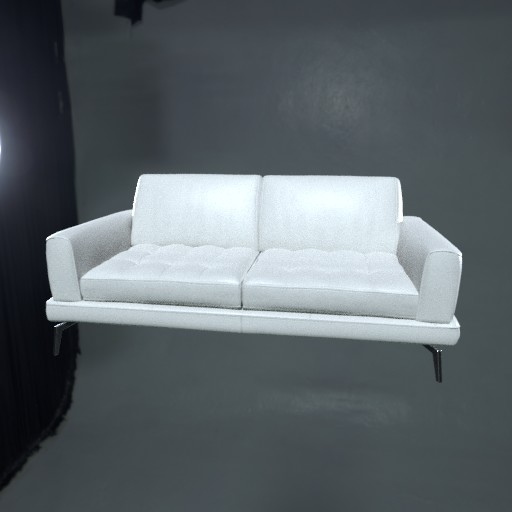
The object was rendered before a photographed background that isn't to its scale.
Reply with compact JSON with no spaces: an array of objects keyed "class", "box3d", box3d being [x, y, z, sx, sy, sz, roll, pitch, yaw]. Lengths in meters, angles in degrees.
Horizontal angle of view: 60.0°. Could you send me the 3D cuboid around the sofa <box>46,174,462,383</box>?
[{"class":"sofa","box3d":[0.000,0.000,2.706,2.177,0.930,1.121,2,15,9]}]
